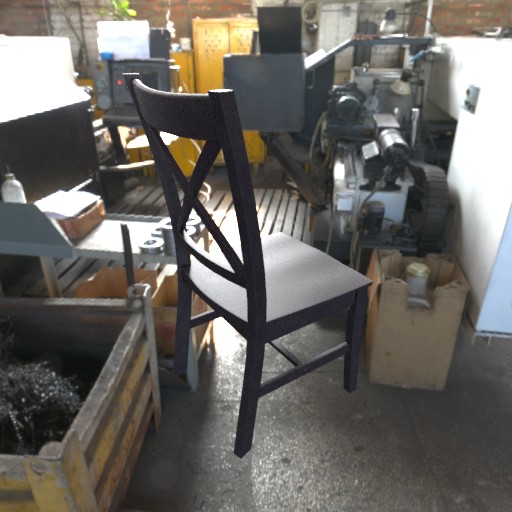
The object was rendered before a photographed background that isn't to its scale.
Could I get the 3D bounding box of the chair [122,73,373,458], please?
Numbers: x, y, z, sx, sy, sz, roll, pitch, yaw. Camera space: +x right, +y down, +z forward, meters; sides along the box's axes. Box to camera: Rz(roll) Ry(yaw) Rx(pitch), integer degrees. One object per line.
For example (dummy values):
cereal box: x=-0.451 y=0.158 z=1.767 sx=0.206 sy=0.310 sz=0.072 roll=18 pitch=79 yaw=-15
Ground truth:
chair: x=0.000 y=0.000 z=1.299 sx=0.542 sy=0.983 sz=0.485 roll=-17 pitch=31 yaw=-31
